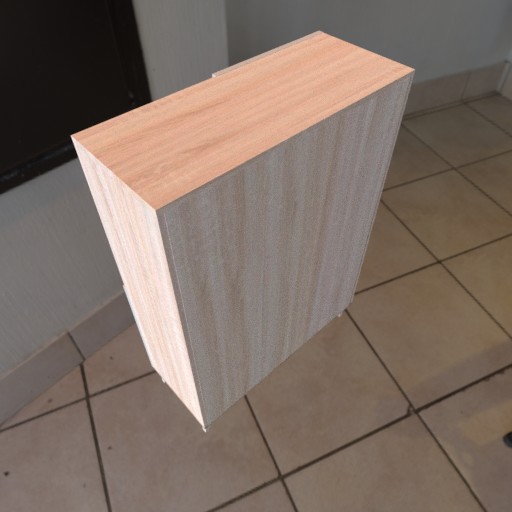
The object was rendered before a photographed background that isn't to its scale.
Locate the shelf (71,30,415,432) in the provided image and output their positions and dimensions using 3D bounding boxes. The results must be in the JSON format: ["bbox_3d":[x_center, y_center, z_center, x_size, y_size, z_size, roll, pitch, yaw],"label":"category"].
[{"bbox_3d":[0.000,0.000,1.829,0.995,1.405,0.434,-34,56,-27],"label":"shelf"}]
